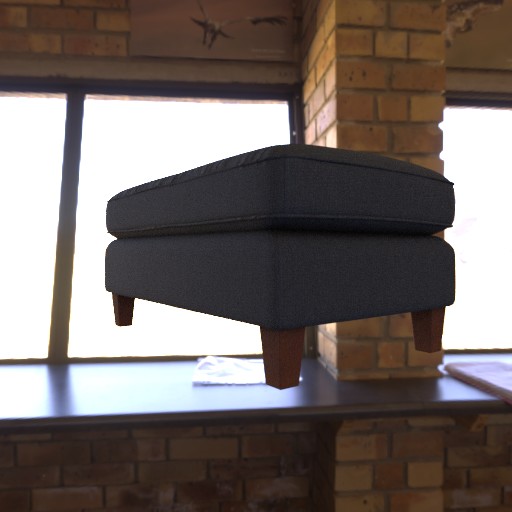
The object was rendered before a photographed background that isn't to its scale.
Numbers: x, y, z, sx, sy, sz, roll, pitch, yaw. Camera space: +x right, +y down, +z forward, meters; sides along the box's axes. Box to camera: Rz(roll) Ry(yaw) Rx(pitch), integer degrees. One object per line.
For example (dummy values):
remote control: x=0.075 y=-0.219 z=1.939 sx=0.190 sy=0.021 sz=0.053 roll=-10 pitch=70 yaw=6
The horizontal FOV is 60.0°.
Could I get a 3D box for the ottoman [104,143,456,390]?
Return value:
ottoman: x=0.000 y=0.000 z=1.207 sx=0.570 sy=0.438 sz=0.885 roll=-1 pitch=1 yaw=-37
